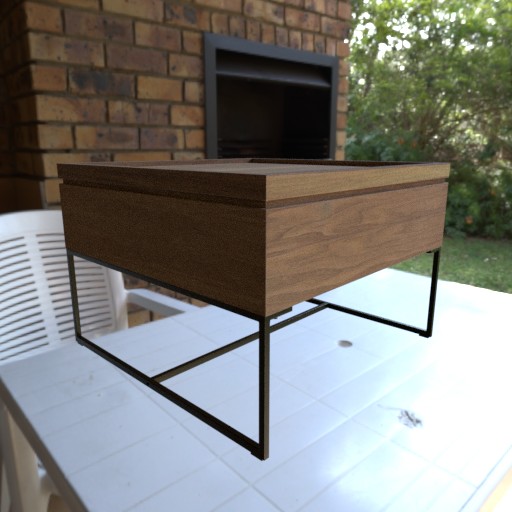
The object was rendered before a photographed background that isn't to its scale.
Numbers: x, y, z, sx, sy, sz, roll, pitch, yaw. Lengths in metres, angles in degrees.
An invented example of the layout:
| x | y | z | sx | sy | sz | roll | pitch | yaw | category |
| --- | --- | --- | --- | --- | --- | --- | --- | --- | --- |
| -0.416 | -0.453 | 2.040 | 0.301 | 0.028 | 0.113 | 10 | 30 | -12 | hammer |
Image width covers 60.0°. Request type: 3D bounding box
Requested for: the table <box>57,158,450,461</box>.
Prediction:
| x | y | z | sx | sy | sz | roll | pitch | yaw | category |
| --- | --- | --- | --- | --- | --- | --- | --- | --- | --- |
| 0.000 | 0.000 | 1.130 | 0.676 | 0.464 | 0.679 | 13 | 19 | 42 | table |
